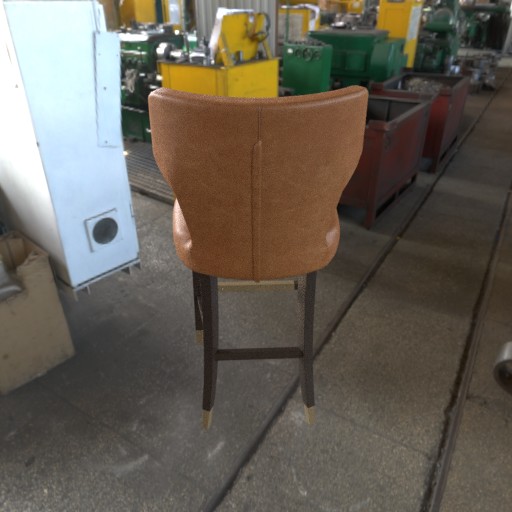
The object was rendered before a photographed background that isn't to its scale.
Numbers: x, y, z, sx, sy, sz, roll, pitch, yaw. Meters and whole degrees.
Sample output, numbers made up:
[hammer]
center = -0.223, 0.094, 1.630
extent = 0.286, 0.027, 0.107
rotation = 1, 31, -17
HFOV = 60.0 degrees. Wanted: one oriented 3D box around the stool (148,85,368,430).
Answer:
[stool]
center = 0.000, 0.000, 1.429
extent = 0.526, 1.092, 0.563
rotation = -1, 31, -2
